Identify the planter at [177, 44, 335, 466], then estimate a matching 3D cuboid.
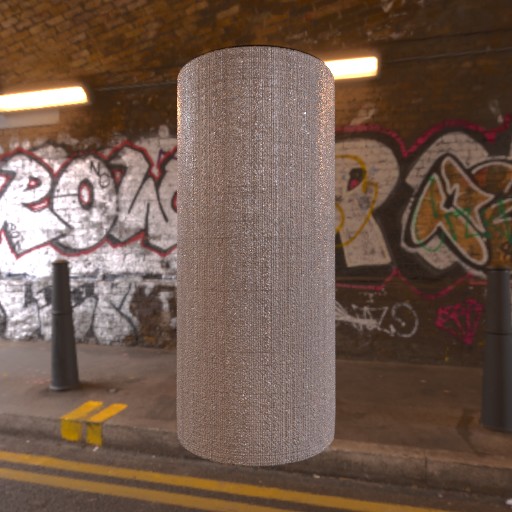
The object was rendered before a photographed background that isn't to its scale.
[{"bbox_3d":[0.000,0.000,0.129,0.045,0.103,0.045,1,-1,-37],"label":"planter"}]
